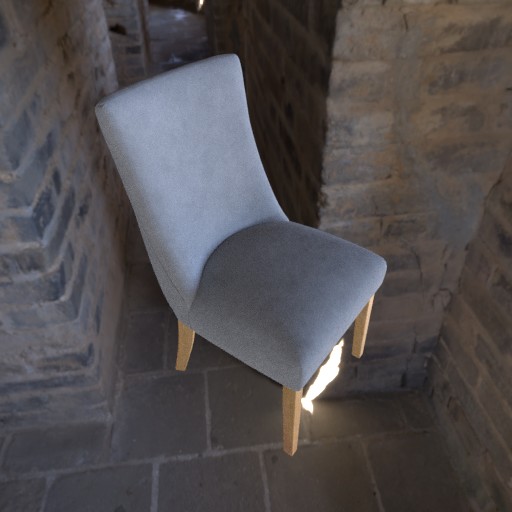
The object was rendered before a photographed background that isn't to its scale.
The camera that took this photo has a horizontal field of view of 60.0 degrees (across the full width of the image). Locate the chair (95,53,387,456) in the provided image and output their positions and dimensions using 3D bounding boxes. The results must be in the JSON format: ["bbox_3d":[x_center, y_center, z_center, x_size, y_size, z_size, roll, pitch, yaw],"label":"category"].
[{"bbox_3d":[0.000,0.000,1.243,0.610,0.902,0.495,25,46,27],"label":"chair"}]
